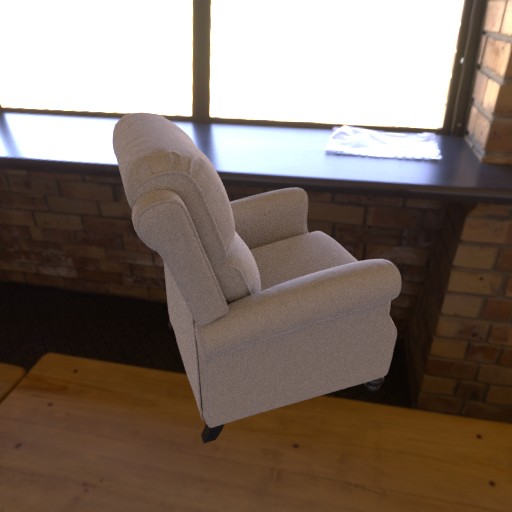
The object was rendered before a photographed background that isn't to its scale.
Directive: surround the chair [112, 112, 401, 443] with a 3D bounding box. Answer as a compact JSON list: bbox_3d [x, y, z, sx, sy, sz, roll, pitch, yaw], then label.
[{"bbox_3d":[0.000,0.000,1.735,0.919,1.046,0.859,-10,32,-17],"label":"chair"}]
